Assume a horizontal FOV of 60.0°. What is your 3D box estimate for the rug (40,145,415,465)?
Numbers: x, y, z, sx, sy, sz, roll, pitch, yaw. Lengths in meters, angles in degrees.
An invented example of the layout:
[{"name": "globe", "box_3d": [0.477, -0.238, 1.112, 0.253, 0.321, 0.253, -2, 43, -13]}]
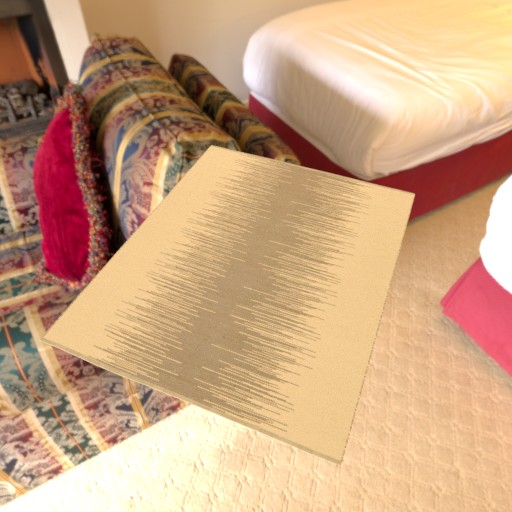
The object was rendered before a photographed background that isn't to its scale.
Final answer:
[{"name": "rug", "box_3d": [0.000, 0.000, 4.137, 2.453, 0.010, 3.037, 17, 49, 15]}]
